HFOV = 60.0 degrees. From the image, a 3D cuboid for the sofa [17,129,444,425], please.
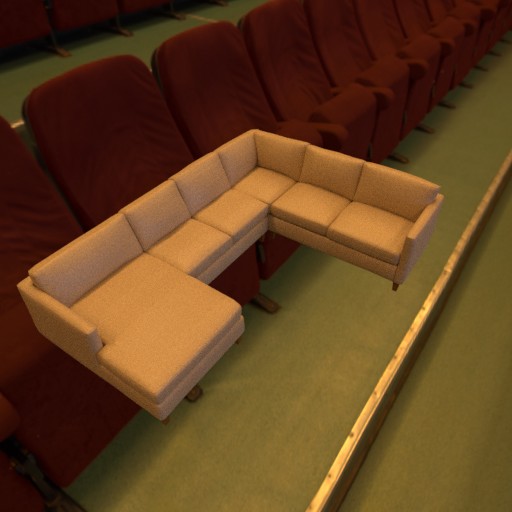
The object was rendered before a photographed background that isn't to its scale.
[{"bbox_3d":[0.000,0.000,4.396,2.594,0.961,3.460,25,47,25],"label":"sofa"}]
